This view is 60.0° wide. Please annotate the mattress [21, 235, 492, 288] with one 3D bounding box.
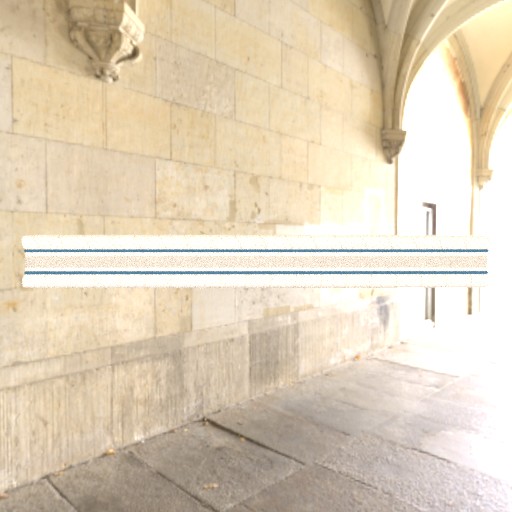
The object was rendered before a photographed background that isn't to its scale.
[{"bbox_3d":[0.000,0.000,2.679,2.000,0.230,1.600,0,2,-1],"label":"mattress"}]
